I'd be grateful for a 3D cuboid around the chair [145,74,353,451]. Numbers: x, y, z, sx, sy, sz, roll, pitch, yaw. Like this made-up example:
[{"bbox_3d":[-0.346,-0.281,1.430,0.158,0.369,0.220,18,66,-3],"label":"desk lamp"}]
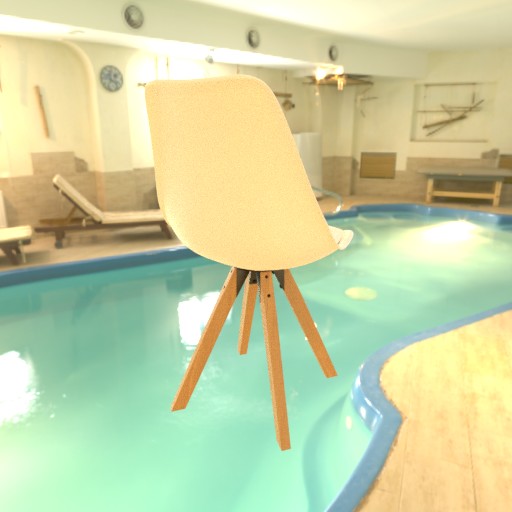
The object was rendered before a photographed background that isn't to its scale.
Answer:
[{"bbox_3d":[0.000,0.000,1.190,0.485,0.849,0.550,8,18,26],"label":"chair"}]
